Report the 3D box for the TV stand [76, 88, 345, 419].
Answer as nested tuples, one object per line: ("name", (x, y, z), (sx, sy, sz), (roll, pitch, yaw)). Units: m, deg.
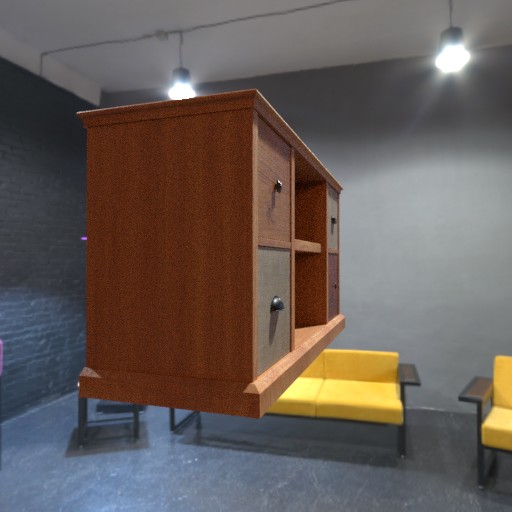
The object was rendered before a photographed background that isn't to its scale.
("TV stand", (0.000, 0.000, 1.436), (0.417, 0.607, 1.181), (0, -1, 19))
